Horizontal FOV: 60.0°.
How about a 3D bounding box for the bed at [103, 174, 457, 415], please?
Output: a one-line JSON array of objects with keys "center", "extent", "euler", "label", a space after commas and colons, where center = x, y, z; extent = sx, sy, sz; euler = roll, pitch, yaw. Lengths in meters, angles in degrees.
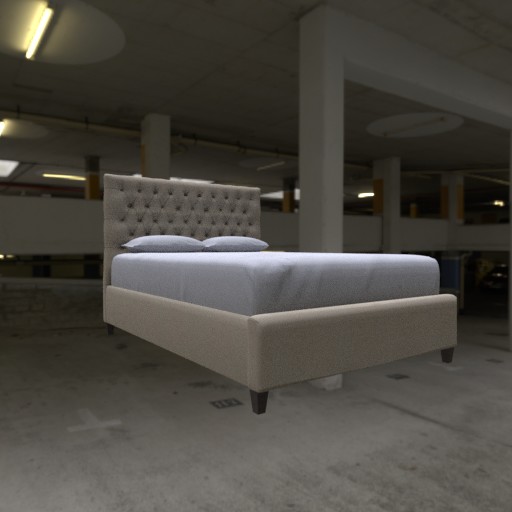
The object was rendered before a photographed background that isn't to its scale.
[{"center": [0.000, 0.000, 3.479], "extent": [1.698, 1.427, 2.387], "euler": [-1, 2, -35], "label": "bed"}]
